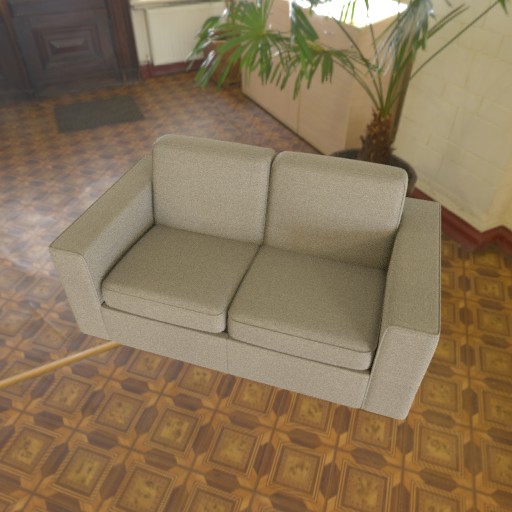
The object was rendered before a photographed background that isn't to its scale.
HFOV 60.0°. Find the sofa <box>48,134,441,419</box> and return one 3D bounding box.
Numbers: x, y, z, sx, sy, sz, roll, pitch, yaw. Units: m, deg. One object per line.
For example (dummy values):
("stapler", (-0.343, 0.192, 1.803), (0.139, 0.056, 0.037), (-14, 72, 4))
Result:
("sofa", (0.000, 0.000, 2.407), (1.812, 0.924, 1.007), (12, 42, 13))
